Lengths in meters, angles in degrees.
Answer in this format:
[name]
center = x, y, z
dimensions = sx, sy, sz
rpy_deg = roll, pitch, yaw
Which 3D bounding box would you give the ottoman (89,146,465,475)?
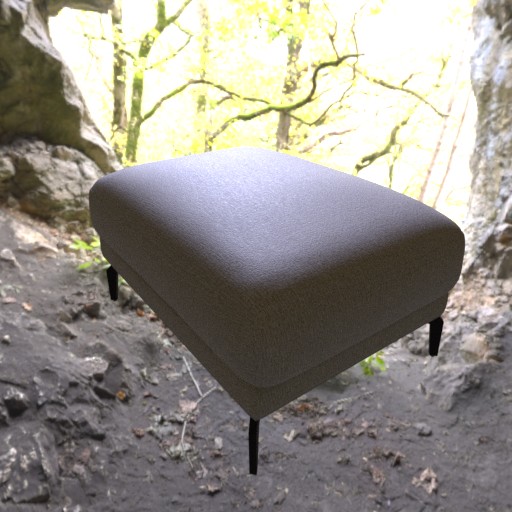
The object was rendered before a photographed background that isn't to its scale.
[ottoman]
center = 0.000, 0.000, 1.069
dimensions = 0.568, 0.420, 0.772
rpy_deg = -19, 33, -32
